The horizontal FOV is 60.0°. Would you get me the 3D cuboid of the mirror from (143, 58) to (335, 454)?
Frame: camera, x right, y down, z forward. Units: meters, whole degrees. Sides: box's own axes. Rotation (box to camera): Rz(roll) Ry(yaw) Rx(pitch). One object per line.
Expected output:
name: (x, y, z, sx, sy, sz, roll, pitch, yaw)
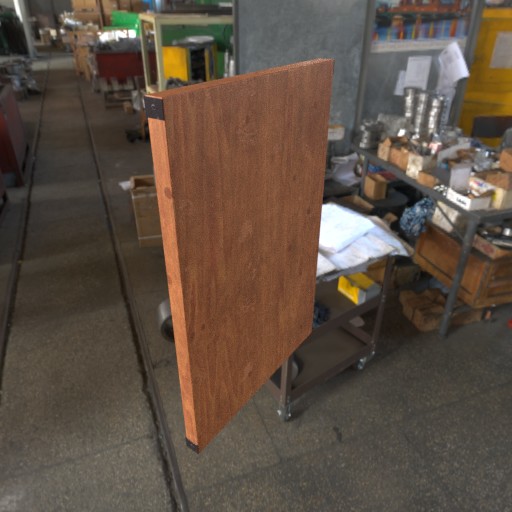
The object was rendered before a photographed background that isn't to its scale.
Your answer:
mirror: (0.000, 0.000, 0.986, 0.053, 0.761, 0.517, 20, 36, 30)
